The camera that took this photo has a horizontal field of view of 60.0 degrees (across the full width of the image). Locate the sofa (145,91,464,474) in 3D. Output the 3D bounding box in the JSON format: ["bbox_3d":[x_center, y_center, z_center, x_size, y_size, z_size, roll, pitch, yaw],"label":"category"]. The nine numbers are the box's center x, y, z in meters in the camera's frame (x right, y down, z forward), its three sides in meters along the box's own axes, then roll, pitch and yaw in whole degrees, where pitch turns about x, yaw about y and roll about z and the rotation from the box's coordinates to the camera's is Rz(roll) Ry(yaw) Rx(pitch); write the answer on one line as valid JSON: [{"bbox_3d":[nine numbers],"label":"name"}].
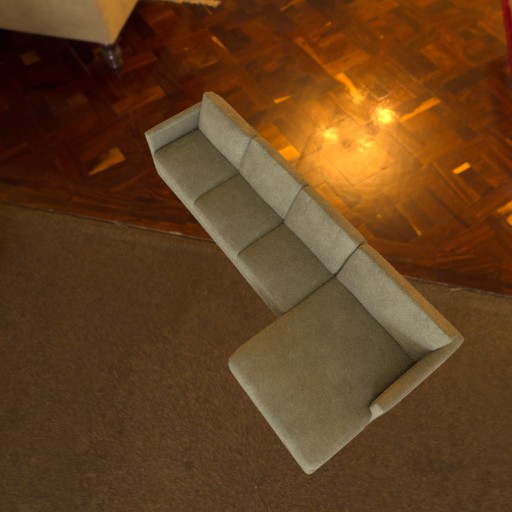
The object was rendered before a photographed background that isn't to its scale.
[{"bbox_3d":[0.000,0.000,4.146,1.604,0.950,3.471,-34,68,-16],"label":"sofa"}]
